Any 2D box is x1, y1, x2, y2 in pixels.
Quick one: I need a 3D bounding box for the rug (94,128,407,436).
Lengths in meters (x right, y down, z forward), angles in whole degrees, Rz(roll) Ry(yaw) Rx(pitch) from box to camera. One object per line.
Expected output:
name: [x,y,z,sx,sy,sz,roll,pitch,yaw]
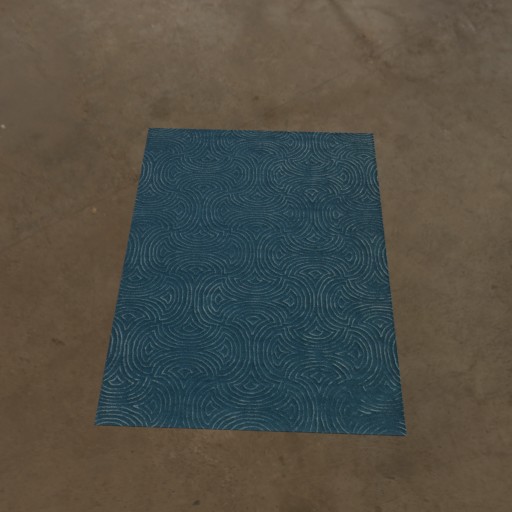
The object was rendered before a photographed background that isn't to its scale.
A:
rug: [0.000,0.000,4.118,2.432,0.012,3.033,2,63,1]
